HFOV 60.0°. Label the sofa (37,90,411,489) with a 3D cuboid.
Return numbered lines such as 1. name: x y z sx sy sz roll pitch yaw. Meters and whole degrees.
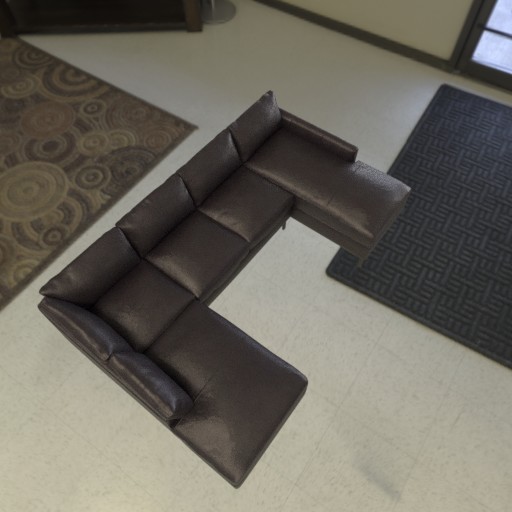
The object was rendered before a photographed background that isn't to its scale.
1. sofa: 0.000 0.000 3.777 1.939 0.900 2.956 33 63 19
